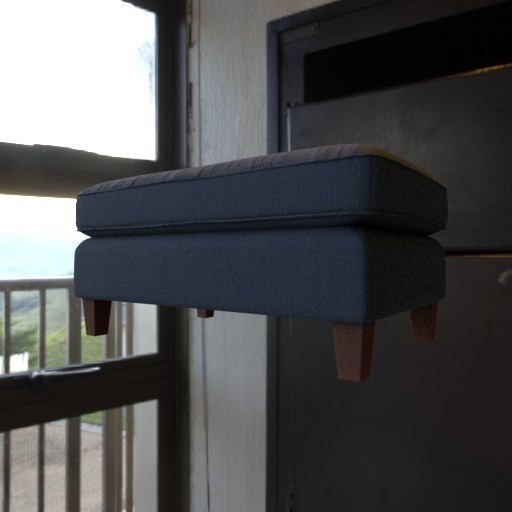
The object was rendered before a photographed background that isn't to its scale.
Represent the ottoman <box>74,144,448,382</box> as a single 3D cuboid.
[{"bbox_3d":[0.000,0.000,1.196,0.885,0.438,0.570,0,0,36],"label":"ottoman"}]
